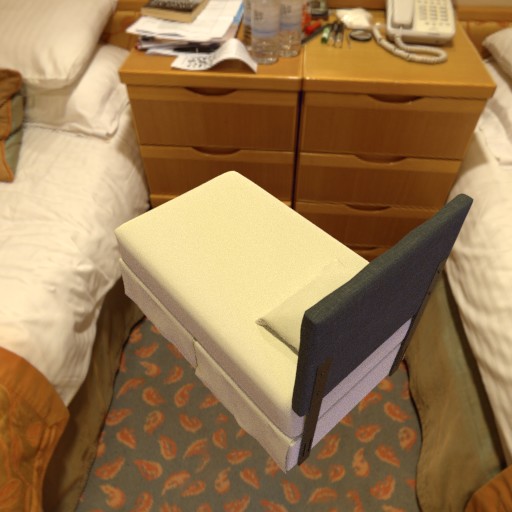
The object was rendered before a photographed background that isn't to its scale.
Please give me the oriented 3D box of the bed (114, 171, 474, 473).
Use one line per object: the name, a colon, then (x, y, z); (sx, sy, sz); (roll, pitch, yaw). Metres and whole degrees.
bed: (0.000, 0.000, 2.977); (1.261, 1.571, 1.997); (-32, 54, -27)
